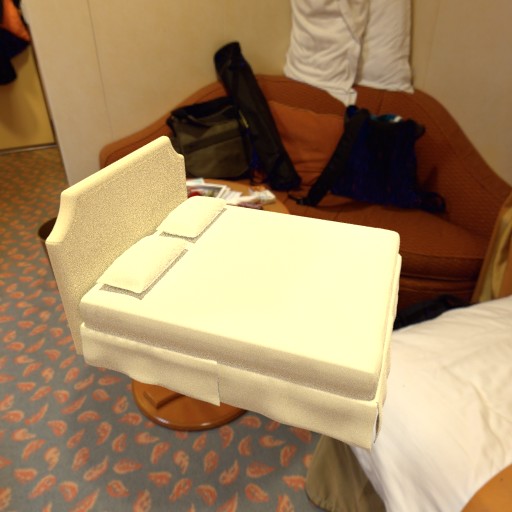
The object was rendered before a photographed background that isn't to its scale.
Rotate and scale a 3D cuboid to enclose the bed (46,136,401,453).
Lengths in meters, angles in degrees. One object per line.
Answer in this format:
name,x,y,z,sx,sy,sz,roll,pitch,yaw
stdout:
bed,0.000,0.000,4.232,2.773,1.590,2.350,11,33,16
